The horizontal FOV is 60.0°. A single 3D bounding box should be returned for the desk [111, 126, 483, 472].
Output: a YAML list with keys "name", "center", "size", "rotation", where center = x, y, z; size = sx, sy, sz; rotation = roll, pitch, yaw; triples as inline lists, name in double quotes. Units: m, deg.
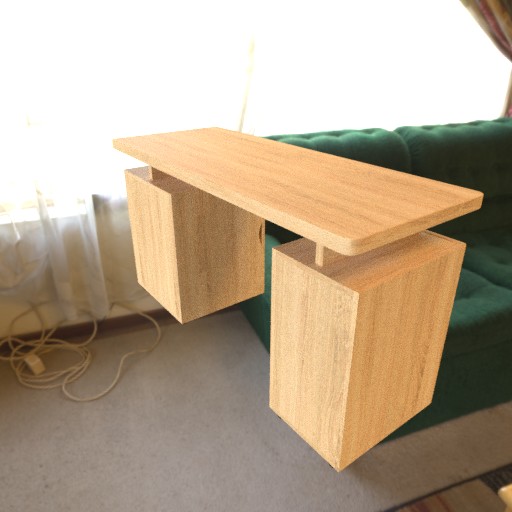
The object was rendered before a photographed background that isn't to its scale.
- name: "desk"
  center: [0.000, 0.000, 1.745]
  size: [0.550, 0.760, 1.400]
  rotation: [-18, 31, -33]
